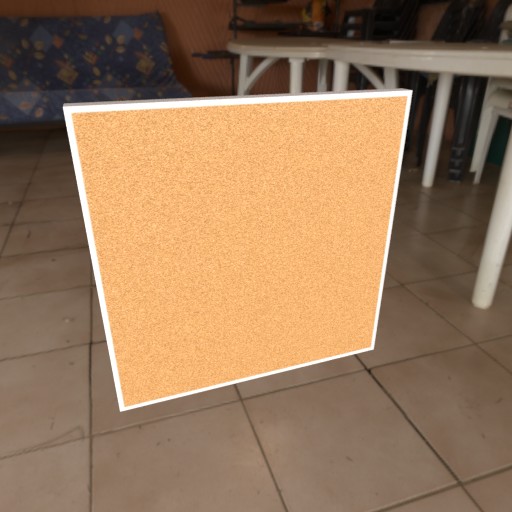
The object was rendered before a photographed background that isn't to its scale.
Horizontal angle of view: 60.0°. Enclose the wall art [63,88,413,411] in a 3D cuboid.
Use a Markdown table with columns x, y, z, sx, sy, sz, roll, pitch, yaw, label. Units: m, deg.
| x | y | z | sx | sy | sz | roll | pitch | yaw | label |
| --- | --- | --- | --- | --- | --- | --- | --- | --- | --- |
| 0.000 | 0.000 | 1.119 | 0.768 | 0.765 | 0.041 | -9 | 28 | -17 | wall art |
